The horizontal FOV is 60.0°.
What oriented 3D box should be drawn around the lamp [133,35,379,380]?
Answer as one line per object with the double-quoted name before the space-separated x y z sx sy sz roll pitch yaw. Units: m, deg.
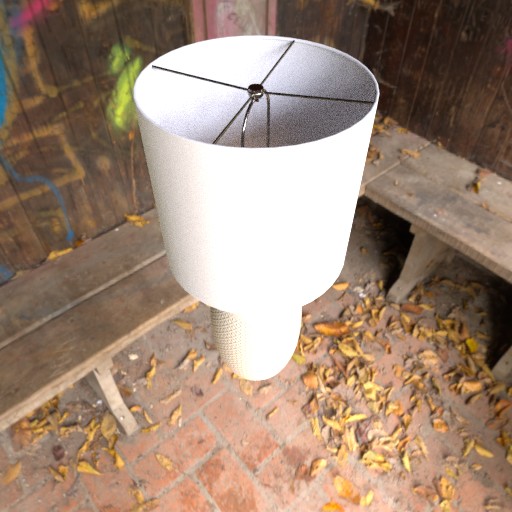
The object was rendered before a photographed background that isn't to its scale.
"lamp" 0.000 0.000 0.560 0.217 0.453 0.217 15 48 14
